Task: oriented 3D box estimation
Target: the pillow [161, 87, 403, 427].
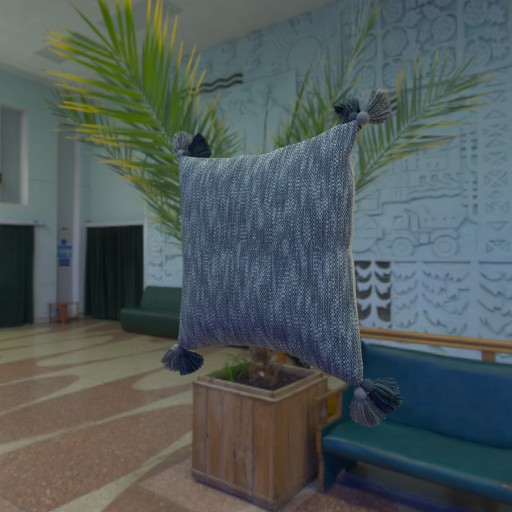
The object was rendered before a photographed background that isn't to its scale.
[{"bbox_3d":[0.000,0.000,0.950,0.614,0.634,0.138,0,0,37],"label":"pillow"}]
